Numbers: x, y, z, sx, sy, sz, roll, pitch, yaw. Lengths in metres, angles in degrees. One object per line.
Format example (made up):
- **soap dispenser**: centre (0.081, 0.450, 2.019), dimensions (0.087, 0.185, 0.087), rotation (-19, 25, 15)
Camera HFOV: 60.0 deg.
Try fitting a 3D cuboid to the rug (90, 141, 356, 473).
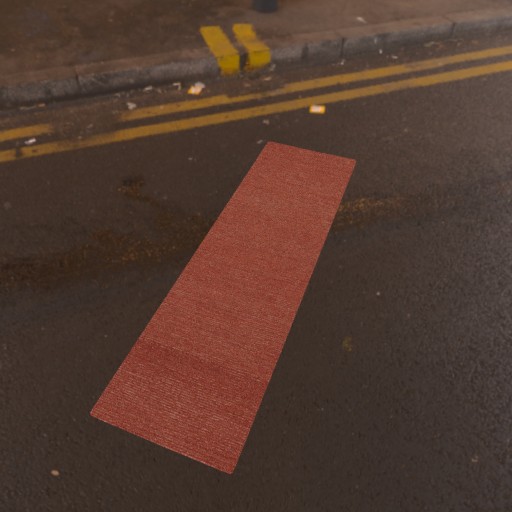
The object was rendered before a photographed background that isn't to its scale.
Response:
- **rug**: centre (0.000, 0.000, 2.598), dimensions (0.687, 0.012, 2.307), rotation (16, 49, 14)
